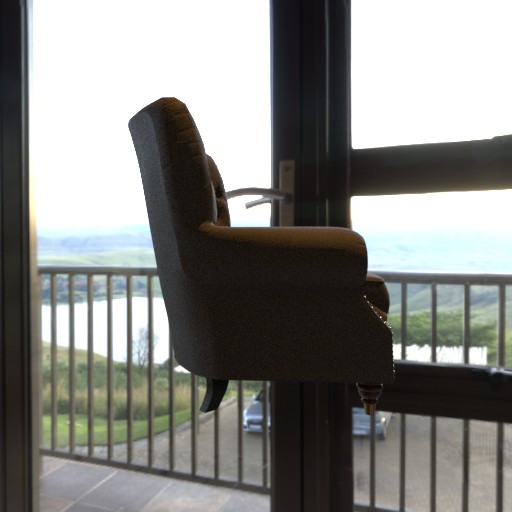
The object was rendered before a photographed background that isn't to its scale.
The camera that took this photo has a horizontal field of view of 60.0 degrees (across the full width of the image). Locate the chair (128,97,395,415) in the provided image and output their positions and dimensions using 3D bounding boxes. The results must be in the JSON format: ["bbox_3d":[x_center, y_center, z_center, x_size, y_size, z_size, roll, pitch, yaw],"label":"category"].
[{"bbox_3d":[0.000,0.000,1.796,0.983,1.046,0.983,0,1,1],"label":"chair"}]
